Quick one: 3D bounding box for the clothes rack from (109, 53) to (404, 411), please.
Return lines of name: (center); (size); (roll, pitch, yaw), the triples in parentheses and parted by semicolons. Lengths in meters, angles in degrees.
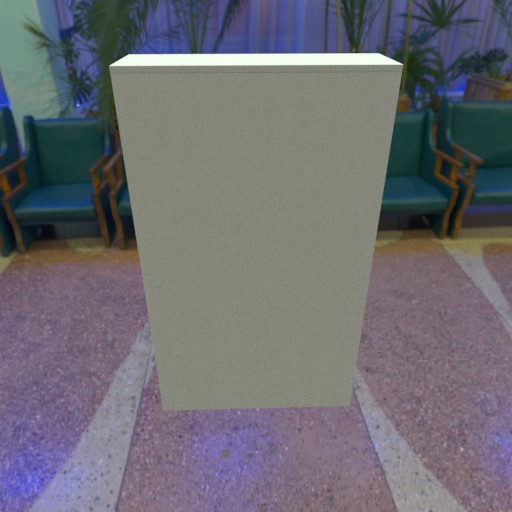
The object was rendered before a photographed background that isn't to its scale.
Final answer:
clothes rack: (0.000, 0.000, 1.563); (0.750, 1.280, 0.250); (-1, 31, -2)
